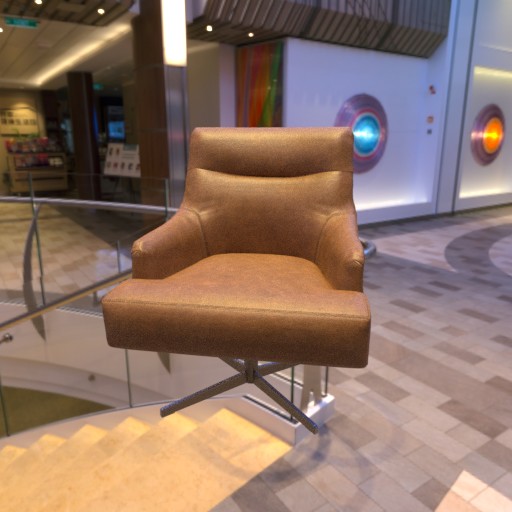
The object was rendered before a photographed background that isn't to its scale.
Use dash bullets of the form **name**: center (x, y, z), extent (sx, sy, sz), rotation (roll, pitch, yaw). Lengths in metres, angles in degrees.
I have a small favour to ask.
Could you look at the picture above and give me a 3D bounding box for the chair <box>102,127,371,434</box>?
- **chair**: center (0.000, 0.000, 1.527), extent (0.729, 0.869, 0.874), rotation (3, 15, 10)
